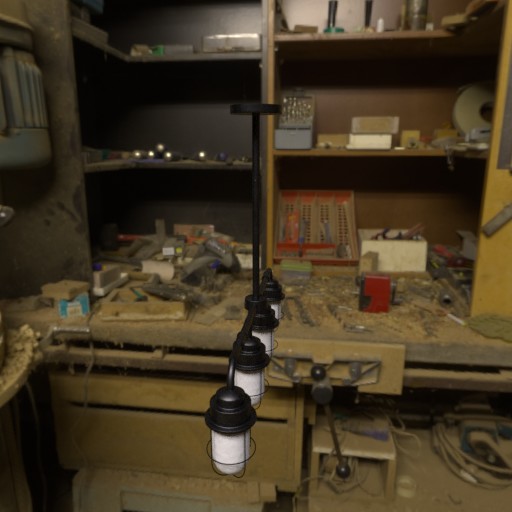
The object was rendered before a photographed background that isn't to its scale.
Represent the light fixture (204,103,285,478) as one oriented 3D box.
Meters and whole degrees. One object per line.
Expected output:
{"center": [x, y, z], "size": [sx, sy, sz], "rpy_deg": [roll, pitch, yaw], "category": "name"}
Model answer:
{"center": [0.000, 0.000, 1.219], "size": [0.131, 0.785, 0.852], "rpy_deg": [2, 15, 8], "category": "light fixture"}
